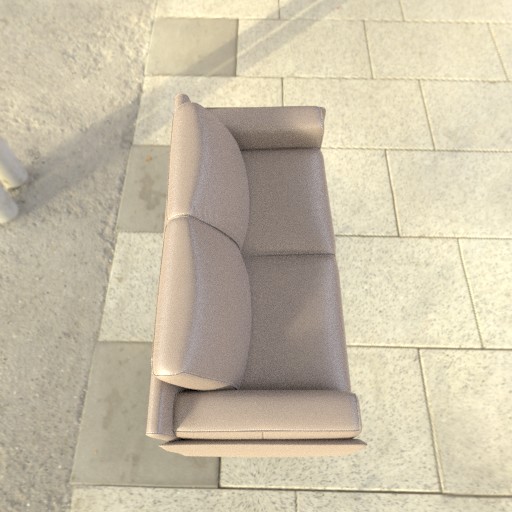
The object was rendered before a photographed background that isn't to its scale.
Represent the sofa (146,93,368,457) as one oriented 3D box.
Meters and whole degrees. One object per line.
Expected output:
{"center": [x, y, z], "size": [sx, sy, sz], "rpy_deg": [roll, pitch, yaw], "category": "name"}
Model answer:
{"center": [0.000, 0.000, 2.548], "size": [1.049, 0.930, 2.101], "rpy_deg": [-1, 62, -1], "category": "sofa"}
